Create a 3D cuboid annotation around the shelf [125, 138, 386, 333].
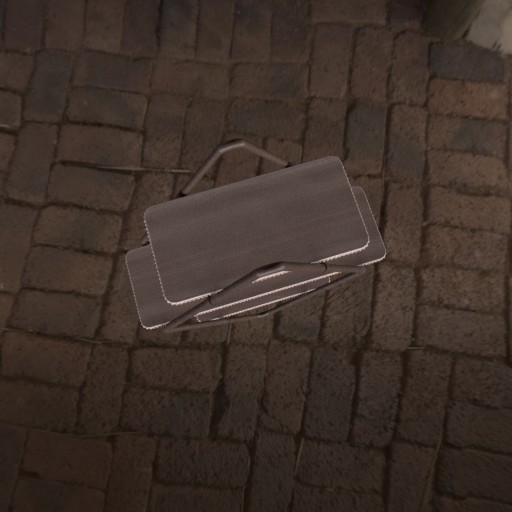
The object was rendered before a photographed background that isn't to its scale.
[{"bbox_3d":[0.000,0.000,1.076,0.609,0.774,0.234,-16,78,-4],"label":"shelf"}]
